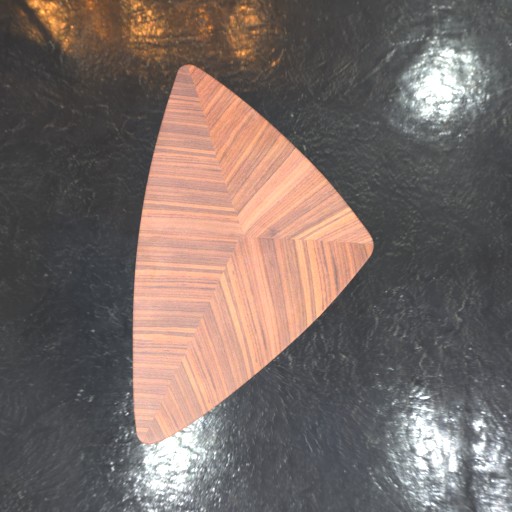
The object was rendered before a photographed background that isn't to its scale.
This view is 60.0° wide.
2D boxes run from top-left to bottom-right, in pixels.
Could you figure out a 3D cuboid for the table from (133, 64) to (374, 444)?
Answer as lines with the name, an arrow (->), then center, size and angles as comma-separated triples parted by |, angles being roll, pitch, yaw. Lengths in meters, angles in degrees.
table -> 0.000, 0.000, 1.311 | 0.601, 0.365, 1.008 | 3, 76, 1
